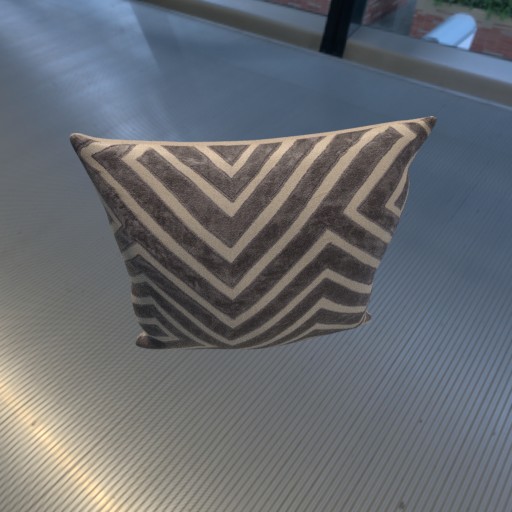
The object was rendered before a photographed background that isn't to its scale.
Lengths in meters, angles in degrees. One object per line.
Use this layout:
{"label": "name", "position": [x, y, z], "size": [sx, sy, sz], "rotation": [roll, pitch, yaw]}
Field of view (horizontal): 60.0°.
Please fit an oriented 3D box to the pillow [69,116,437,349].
{"label": "pillow", "position": [0.000, 0.000, 0.665], "size": [0.440, 0.441, 0.182], "rotation": [-5, 47, -5]}
